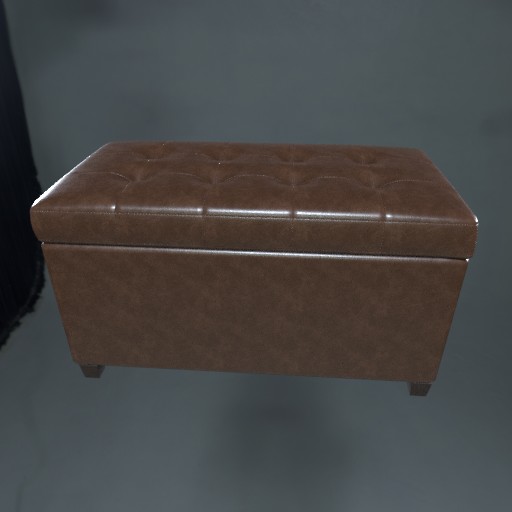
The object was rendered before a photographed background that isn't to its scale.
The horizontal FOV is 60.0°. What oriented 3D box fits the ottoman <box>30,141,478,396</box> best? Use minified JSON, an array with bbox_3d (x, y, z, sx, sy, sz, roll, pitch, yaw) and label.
[{"bbox_3d":[0.000,0.000,1.089,0.838,0.470,0.432,2,31,4],"label":"ottoman"}]
